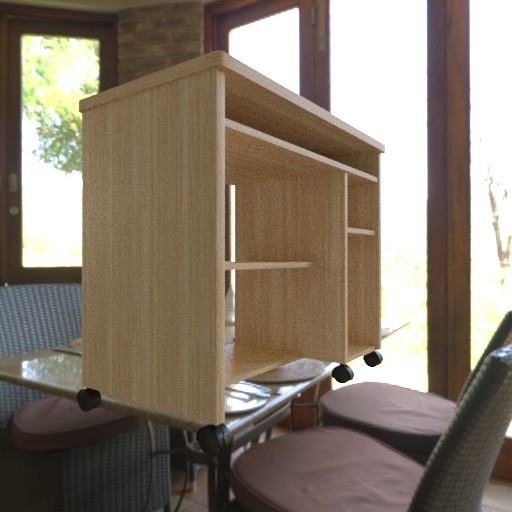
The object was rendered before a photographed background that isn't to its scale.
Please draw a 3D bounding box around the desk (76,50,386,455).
[{"bbox_3d":[0.000,0.000,1.324,0.480,0.770,0.884,0,0,36],"label":"desk"}]
